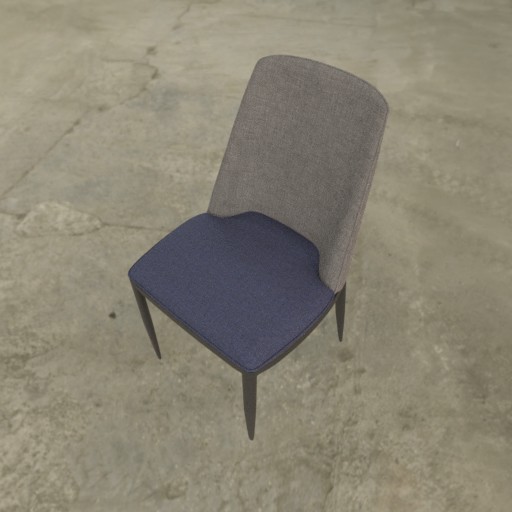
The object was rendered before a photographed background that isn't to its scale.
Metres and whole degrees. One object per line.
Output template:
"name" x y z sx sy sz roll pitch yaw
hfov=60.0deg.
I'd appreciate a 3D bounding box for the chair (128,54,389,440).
"chair" 0.000 0.000 1.188 0.488 0.855 0.550 32 55 27
